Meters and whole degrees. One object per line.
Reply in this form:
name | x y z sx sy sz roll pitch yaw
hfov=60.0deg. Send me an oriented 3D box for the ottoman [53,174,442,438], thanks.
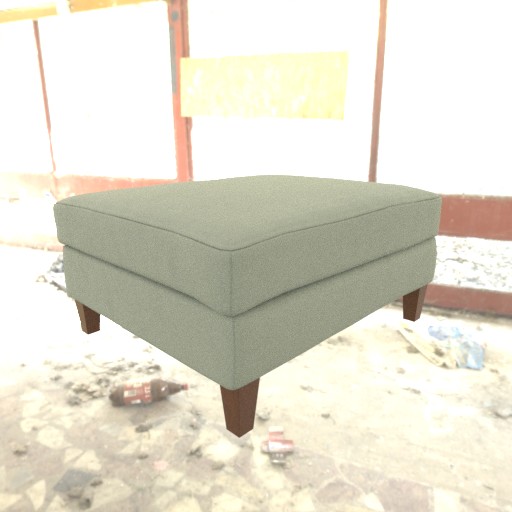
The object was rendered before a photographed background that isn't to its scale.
ottoman | 0.000 0.000 1.474 0.842 0.494 0.991 15 22 42
